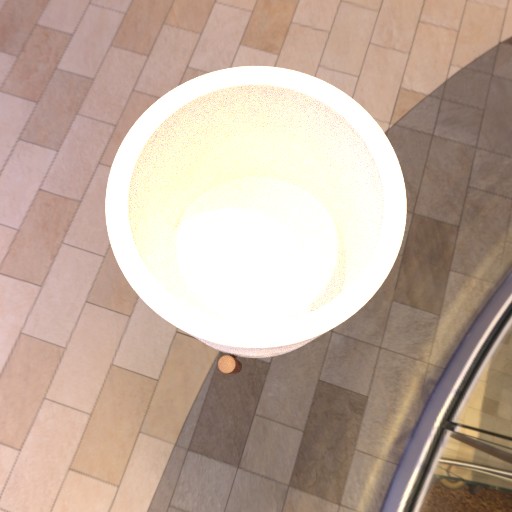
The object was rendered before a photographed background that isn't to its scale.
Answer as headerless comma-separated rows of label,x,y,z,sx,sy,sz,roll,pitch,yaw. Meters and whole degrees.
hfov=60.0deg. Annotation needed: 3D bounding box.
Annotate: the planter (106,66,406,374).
planter,0.000,0.000,0.938,0.417,0.670,0.417,-27,77,-7
